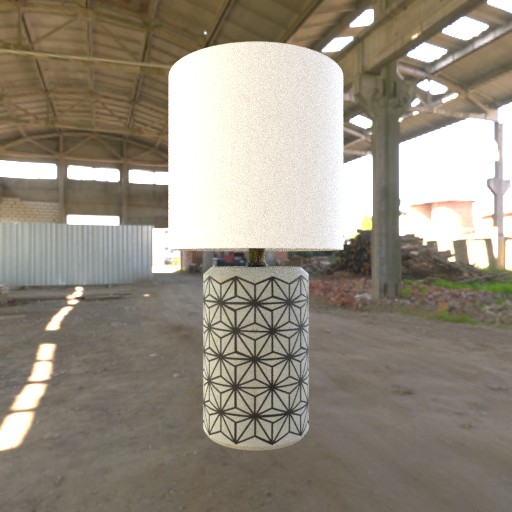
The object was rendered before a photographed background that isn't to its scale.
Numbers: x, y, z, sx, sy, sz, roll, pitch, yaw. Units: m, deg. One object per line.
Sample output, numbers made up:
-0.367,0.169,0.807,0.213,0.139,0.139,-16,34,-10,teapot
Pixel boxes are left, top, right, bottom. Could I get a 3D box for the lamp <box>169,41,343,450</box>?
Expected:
0.000,0.000,0.533,0.206,0.416,0.206,0,0,37,lamp
